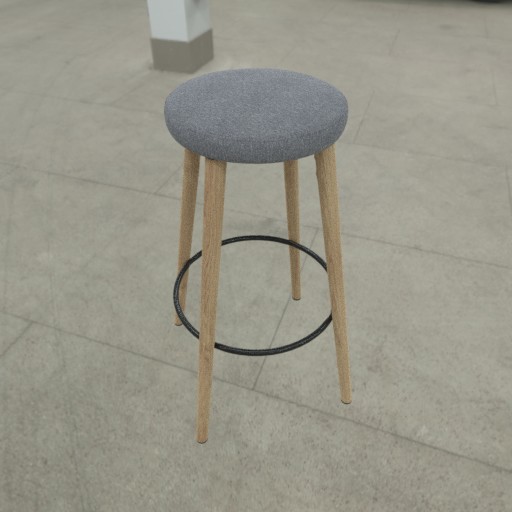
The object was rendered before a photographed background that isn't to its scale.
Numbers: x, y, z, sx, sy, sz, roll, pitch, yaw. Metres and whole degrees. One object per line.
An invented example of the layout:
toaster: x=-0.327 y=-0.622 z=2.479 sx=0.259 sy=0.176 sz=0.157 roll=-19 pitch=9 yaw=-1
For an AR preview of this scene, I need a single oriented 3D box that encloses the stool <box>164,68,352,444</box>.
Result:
stool: x=0.000 y=0.000 z=1.007 sx=0.410 sy=0.770 sz=0.410 roll=-11 pitch=42 yaw=-12
